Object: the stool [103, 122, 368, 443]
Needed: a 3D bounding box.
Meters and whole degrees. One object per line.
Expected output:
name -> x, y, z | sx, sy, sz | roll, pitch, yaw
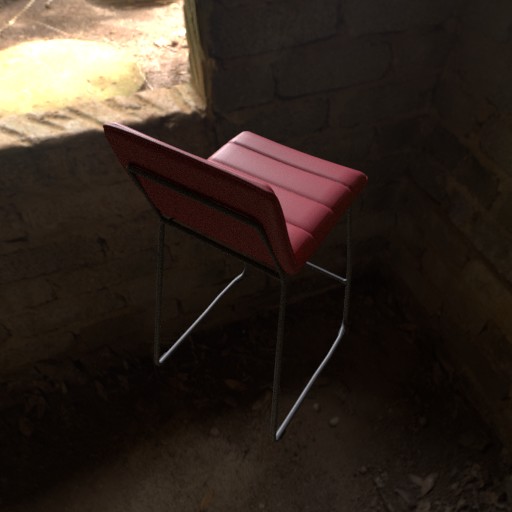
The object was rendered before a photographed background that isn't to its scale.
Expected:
stool -> 0.000, 0.000, 1.227 | 0.489, 0.937, 0.524 | 26, 52, 22
